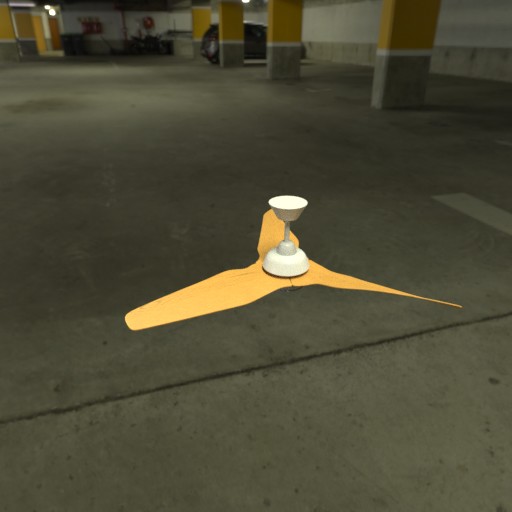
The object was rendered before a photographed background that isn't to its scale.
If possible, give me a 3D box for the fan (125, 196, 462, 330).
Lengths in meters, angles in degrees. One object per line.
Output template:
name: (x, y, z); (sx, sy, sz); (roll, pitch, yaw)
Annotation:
fan: (0.000, 0.000, 1.645); (1.010, 0.355, 1.142); (-18, 32, -32)
